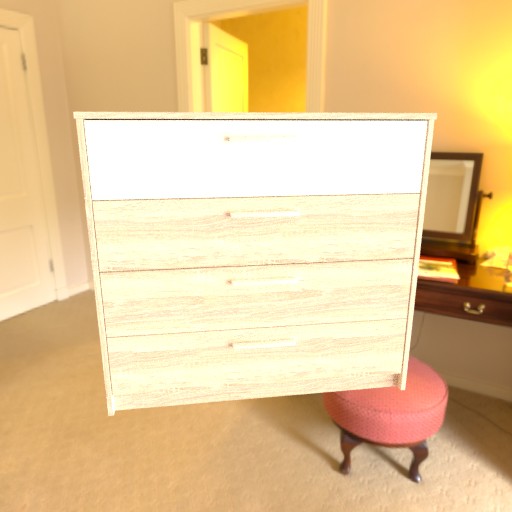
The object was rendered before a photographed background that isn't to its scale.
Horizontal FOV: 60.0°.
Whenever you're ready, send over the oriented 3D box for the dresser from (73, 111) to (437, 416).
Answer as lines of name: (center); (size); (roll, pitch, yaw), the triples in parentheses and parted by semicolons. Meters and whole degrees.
dresser: (0.000, 0.000, 1.475); (0.980, 0.900, 0.380); (-2, 17, -8)
